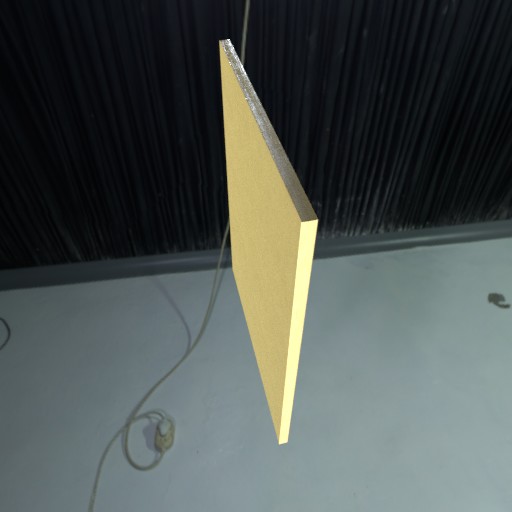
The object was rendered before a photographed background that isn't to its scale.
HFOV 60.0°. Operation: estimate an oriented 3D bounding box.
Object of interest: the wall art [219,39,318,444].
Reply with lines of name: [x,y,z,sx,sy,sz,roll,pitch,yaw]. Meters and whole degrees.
wall art: [0.000,0.000,1.383,0.030,1.002,0.798,-10,48,-9]
